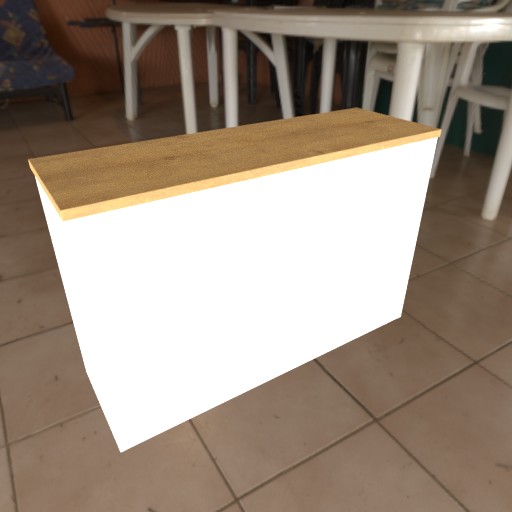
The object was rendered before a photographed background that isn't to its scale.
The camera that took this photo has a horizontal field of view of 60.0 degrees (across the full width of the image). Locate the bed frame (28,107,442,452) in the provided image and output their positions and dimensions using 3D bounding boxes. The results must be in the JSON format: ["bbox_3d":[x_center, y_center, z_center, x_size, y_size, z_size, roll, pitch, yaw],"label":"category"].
[{"bbox_3d":[0.000,0.000,1.650,1.300,0.850,0.430,-18,35,-28],"label":"bed frame"}]
